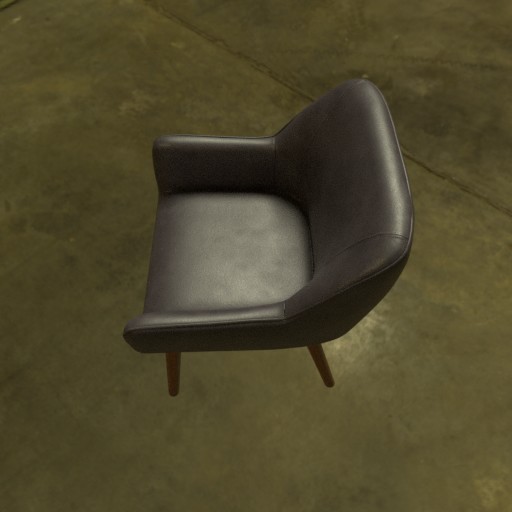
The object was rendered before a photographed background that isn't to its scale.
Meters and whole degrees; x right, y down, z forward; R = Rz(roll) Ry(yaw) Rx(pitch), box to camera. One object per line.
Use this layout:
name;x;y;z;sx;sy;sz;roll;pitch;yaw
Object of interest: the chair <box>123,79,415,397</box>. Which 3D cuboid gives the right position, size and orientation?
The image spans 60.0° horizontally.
chair;0.000;0.000;1.250;0.610;0.828;0.610;-1;57;0
